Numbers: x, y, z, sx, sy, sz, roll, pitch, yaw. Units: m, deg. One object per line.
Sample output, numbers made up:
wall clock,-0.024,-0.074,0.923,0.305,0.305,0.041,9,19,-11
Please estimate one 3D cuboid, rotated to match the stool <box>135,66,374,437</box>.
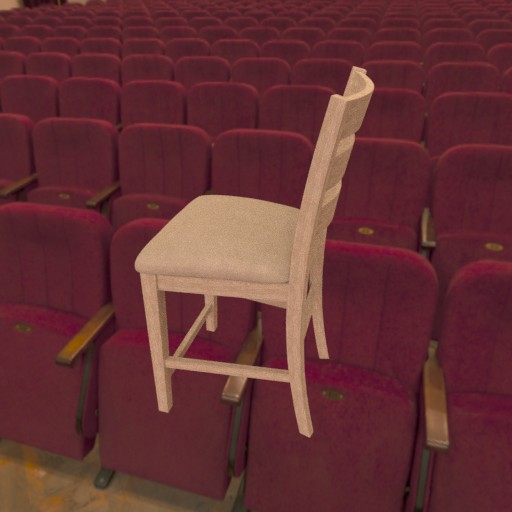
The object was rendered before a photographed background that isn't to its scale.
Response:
stool,0.000,0.000,1.349,0.569,1.032,0.484,8,32,14
